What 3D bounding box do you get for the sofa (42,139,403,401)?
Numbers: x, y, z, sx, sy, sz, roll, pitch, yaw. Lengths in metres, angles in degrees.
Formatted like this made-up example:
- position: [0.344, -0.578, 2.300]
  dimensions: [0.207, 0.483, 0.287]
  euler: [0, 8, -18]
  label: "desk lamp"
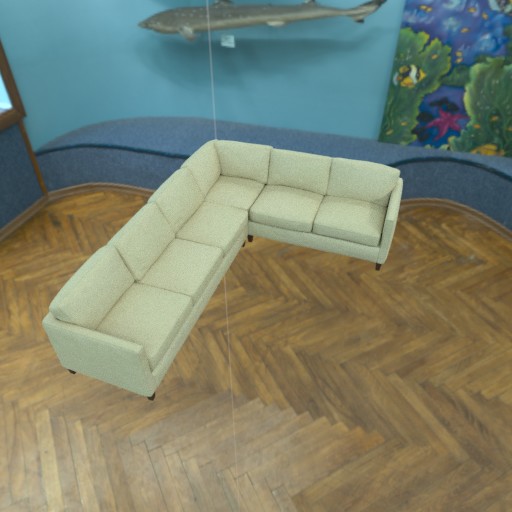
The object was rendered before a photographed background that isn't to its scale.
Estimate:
- position: [0.000, 0.000, 4.548]
  dimensions: [2.593, 0.947, 3.302]
  euler: [13, 42, 15]
  label: "sofa"
